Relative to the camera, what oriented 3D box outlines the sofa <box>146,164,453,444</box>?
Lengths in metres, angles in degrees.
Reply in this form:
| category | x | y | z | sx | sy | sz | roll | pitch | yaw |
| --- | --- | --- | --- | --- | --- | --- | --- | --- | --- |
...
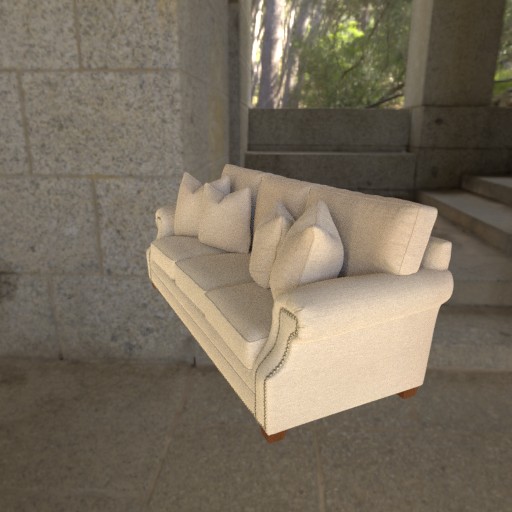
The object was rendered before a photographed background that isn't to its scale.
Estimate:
| category | x | y | z | sx | sy | sz | roll | pitch | yaw |
| --- | --- | --- | --- | --- | --- | --- | --- | --- | --- |
| sofa | 0.000 | 0.000 | 2.810 | 0.965 | 0.975 | 2.312 | -8 | 18 | -25 |
